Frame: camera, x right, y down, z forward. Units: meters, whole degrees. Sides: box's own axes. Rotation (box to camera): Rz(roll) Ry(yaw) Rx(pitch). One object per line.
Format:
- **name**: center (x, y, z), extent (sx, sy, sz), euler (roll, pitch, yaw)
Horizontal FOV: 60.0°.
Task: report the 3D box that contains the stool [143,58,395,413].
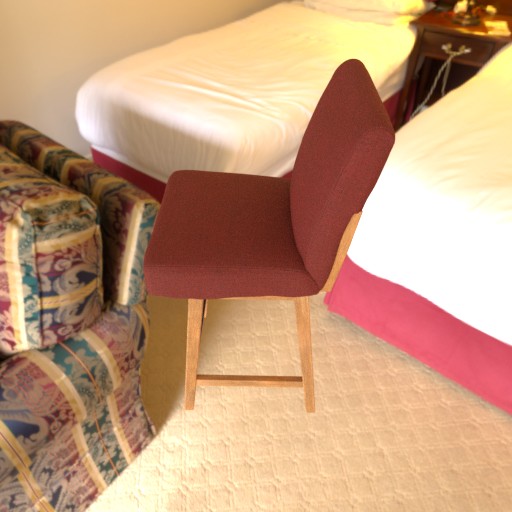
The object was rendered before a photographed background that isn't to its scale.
- **stool**: center (0.000, 0.000, 1.338), extent (0.562, 1.038, 0.468), euler (1, 42, 1)
